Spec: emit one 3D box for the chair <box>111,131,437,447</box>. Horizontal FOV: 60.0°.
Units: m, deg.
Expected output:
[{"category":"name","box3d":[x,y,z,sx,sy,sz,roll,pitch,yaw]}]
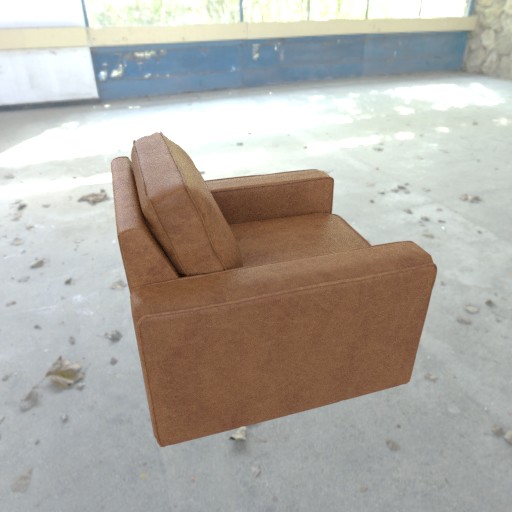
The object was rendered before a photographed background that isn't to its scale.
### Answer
[{"category":"chair","box3d":[0.000,0.000,1.773,1.027,0.901,0.987,-11,33,-17]}]
